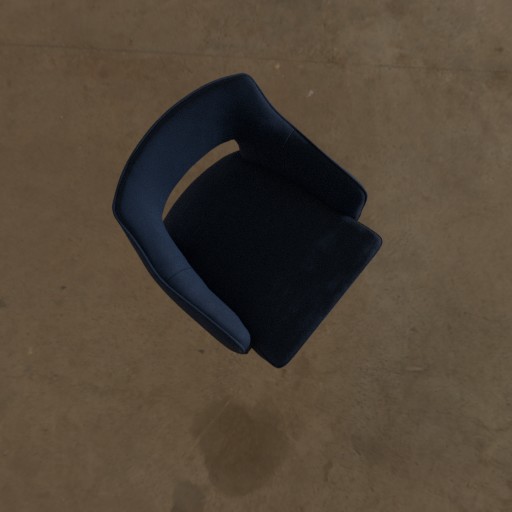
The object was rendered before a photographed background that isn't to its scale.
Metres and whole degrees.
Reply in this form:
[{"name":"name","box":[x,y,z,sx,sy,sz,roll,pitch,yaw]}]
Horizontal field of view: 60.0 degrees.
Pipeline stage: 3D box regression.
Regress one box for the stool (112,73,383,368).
[{"name":"stool","box":[0.000,0.000,1.405,0.560,1.041,0.550,39,79,9]}]
